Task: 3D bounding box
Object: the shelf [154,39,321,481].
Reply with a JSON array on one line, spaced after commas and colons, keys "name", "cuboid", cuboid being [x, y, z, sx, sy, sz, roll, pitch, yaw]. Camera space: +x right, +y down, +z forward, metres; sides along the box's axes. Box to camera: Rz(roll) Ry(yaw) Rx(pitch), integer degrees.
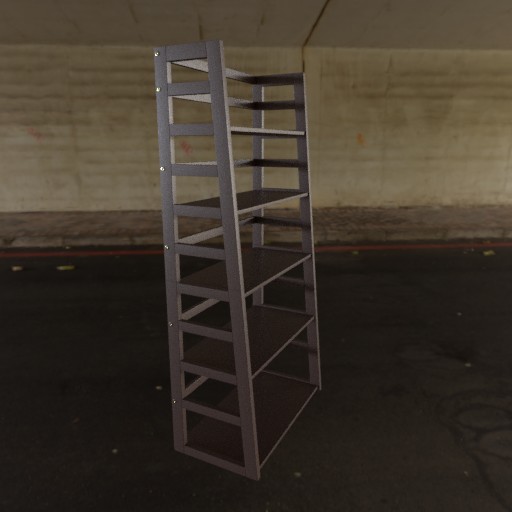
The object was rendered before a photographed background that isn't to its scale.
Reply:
[{"name": "shelf", "cuboid": [0.000, 0.000, 1.956, 0.403, 1.600, 0.763, 7, 16, 26]}]
